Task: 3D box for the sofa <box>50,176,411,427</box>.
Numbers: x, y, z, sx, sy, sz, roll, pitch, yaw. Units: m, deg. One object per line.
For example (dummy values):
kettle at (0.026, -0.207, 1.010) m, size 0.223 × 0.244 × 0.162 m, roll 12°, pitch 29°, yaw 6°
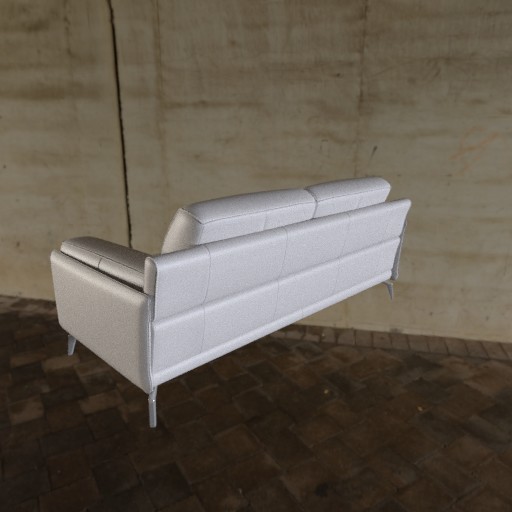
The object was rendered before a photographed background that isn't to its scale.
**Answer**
sofa at (0.000, 0.000, 2.683) m, size 1.049 × 0.930 × 2.101 m, roll 16°, pitch 23°, yaw 43°
